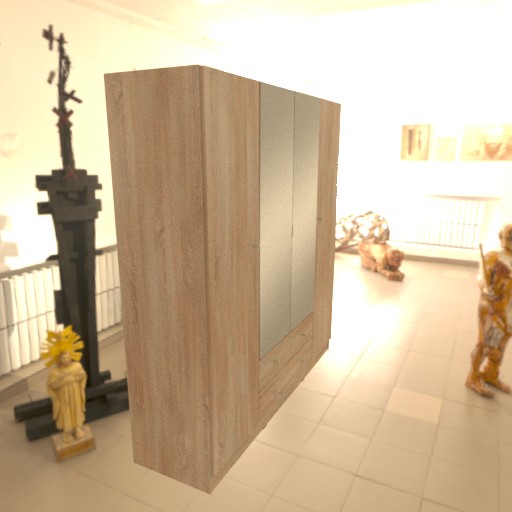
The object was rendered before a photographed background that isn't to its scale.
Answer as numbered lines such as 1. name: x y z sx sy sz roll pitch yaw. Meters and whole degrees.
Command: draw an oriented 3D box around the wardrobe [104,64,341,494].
1. wardrobe: 0.000 0.000 3.095 0.598 2.159 1.998 7 16 27
